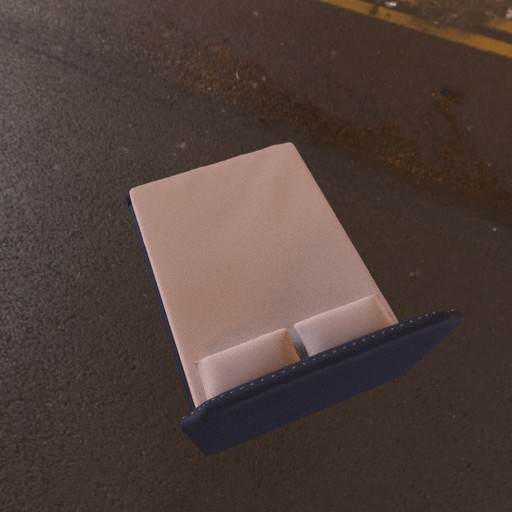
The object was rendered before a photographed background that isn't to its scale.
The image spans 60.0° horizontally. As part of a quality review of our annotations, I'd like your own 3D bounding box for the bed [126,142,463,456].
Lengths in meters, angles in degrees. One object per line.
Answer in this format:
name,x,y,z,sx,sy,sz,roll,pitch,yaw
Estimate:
bed,0.000,0.000,3.470,1.712,1.443,2.372,-19,62,-11
